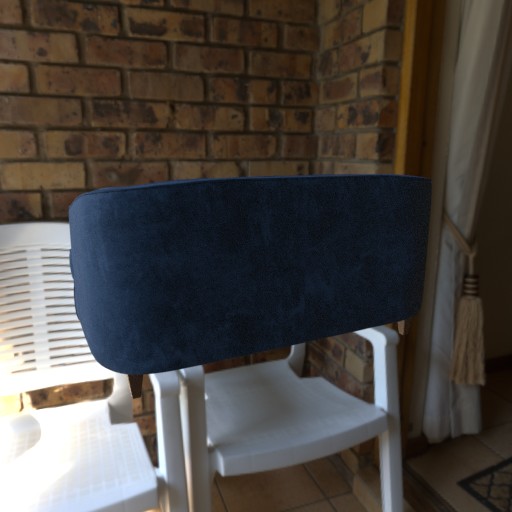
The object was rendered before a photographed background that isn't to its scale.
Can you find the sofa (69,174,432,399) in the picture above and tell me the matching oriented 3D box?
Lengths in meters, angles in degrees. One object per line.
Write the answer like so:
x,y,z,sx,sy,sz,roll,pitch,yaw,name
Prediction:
0.000,0.000,2.281,1.733,0.854,0.941,-6,15,-26,sofa
